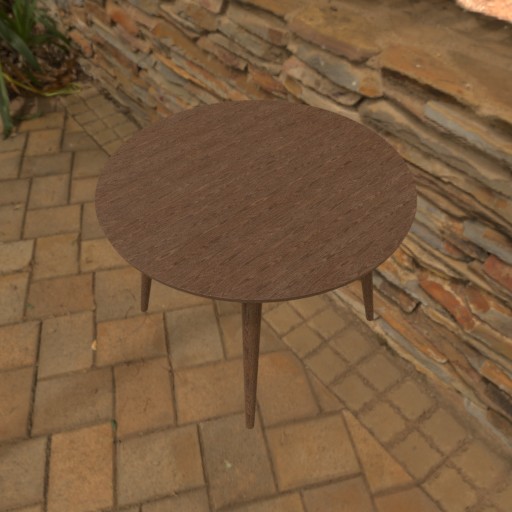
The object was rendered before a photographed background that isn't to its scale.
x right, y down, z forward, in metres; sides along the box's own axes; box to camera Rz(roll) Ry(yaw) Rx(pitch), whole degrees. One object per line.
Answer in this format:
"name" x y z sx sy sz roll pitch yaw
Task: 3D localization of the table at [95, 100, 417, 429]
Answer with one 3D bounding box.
"table" 0.000 0.000 1.776 1.053 0.786 1.053 0 47 0
